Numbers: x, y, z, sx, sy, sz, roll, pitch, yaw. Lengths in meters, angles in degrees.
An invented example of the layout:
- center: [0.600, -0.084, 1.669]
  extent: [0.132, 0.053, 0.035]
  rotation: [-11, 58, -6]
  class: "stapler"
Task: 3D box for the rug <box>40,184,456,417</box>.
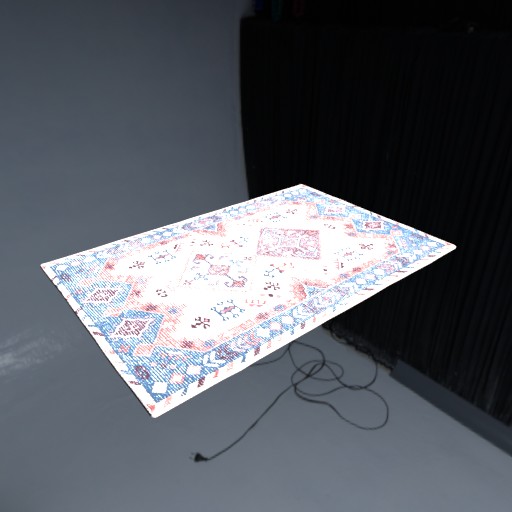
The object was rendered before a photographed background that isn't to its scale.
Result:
- center: [0.000, 0.000, 2.331]
  extent: [1.840, 0.015, 1.225]
  rotation: [-22, 36, -33]
  class: "rug"
